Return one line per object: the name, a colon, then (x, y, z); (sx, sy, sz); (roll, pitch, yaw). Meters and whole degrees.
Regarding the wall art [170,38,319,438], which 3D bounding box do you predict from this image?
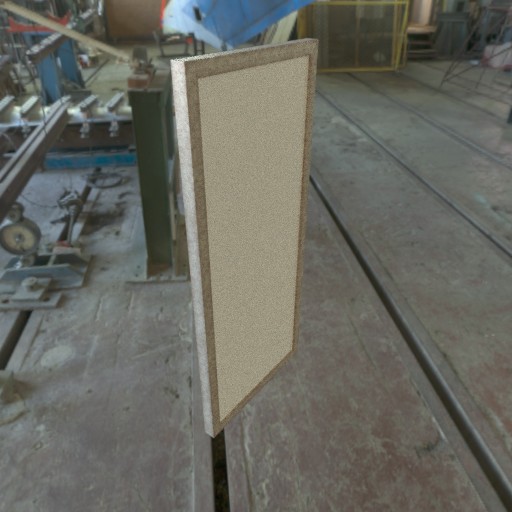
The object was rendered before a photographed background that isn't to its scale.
wall art: (0.000, 0.000, 1.708); (0.051, 1.461, 0.648); (22, 38, 31)
